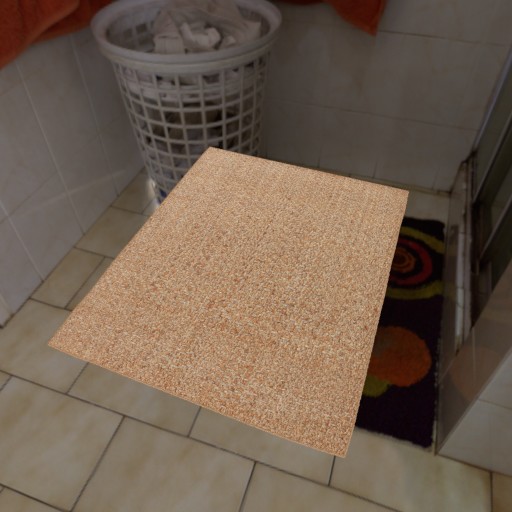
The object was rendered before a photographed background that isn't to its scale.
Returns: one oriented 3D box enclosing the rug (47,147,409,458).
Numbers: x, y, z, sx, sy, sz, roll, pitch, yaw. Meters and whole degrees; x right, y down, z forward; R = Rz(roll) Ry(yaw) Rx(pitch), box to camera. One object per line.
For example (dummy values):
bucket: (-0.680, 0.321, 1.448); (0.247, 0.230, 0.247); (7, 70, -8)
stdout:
rug: (0.000, 0.000, 4.179); (2.439, 0.013, 3.048); (16, 48, 14)
